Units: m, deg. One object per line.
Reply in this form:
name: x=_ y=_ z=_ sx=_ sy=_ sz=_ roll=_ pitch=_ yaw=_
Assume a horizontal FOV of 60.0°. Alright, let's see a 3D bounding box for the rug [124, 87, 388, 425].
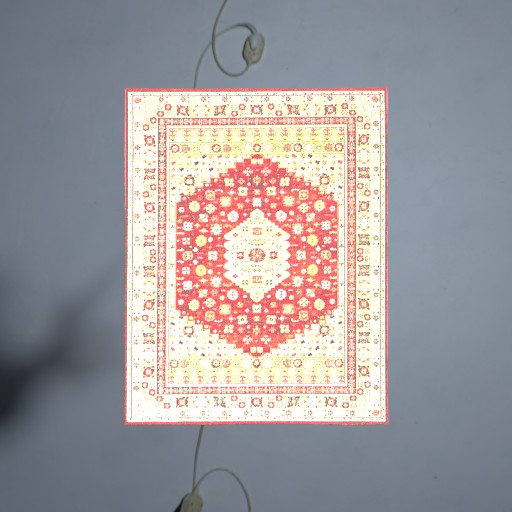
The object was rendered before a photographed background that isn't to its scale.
rug: x=0.000 y=0.000 z=4.013 sx=2.387 sy=0.013 sz=3.053 roll=0 pitch=90 yaw=0
